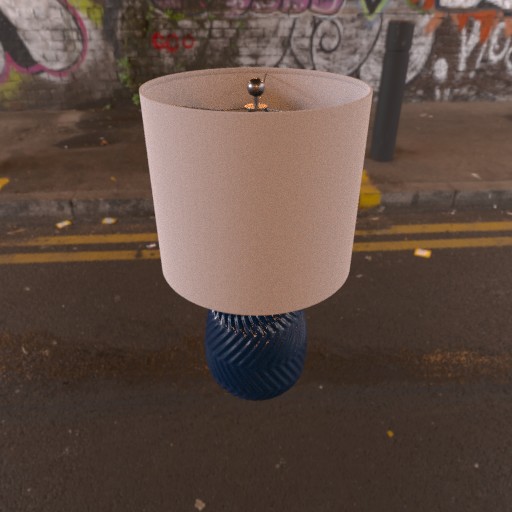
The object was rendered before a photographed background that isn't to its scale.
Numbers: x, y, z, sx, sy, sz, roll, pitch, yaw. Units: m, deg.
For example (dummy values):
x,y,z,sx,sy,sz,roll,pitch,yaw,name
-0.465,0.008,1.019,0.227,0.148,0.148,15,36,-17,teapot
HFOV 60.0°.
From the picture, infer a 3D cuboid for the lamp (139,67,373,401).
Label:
x,y,z,sx,sy,sz,roll,pitch,yaw,name
0.000,0.000,0.487,0.203,0.368,0.203,21,37,30,lamp
